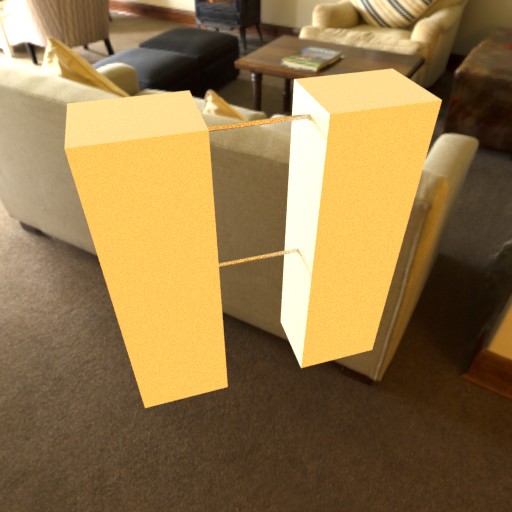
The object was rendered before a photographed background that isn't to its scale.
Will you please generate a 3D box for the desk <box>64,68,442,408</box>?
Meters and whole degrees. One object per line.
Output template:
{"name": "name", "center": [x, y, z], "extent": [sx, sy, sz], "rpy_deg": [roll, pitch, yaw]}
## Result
{"name": "desk", "center": [0.000, 0.000, 2.825], "extent": [1.770, 2.000, 0.480], "rpy_deg": [-11, 42, -12]}
